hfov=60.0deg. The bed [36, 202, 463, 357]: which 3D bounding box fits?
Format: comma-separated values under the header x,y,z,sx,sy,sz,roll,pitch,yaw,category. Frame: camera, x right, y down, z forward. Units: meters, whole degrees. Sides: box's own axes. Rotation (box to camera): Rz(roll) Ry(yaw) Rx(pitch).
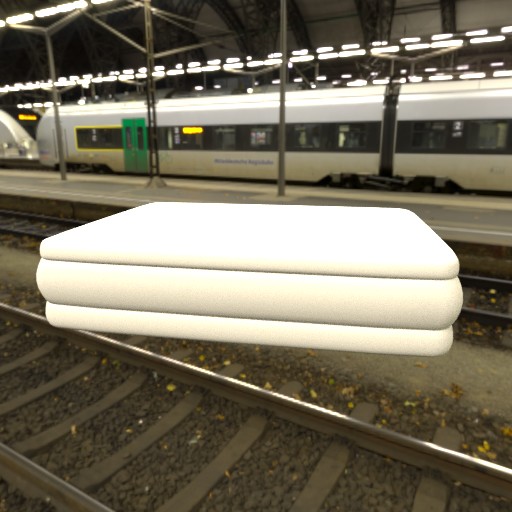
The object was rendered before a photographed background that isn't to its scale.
x,y,z,sx,sy,sz,roll,pitch,yaw,category
0.000,0.000,2.659,2.036,0.460,1.520,3,15,10,bed
